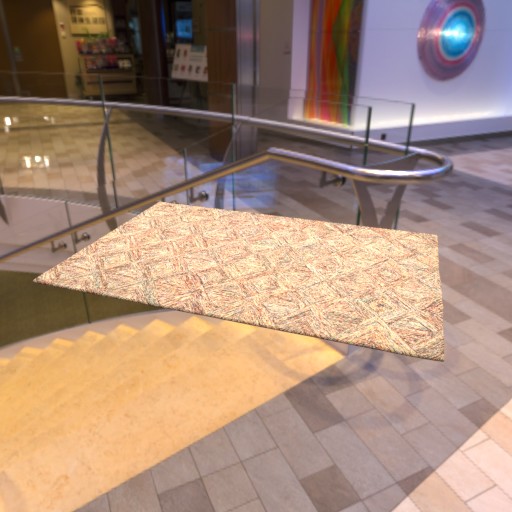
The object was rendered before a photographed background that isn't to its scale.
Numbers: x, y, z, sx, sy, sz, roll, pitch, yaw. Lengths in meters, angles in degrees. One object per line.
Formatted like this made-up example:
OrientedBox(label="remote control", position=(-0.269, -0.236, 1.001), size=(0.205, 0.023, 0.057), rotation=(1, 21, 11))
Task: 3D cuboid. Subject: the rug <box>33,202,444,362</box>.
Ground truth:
OrientedBox(label="rug", position=(0.000, 0.000, 2.245), size=(1.761, 0.014, 1.143), rotation=(8, 27, 17))
